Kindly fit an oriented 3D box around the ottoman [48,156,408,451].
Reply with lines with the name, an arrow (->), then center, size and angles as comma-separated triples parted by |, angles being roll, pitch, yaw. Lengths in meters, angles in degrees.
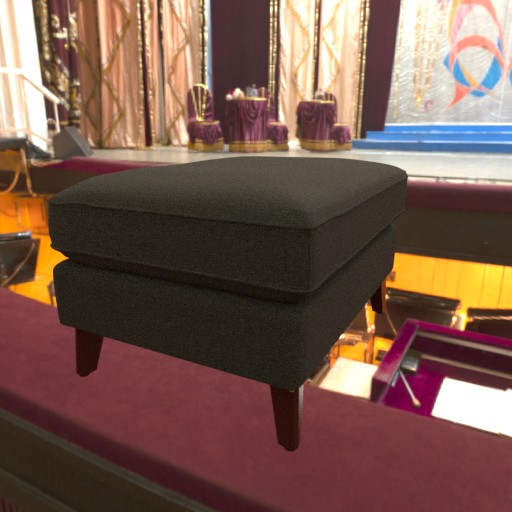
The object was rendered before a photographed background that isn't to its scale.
ottoman -> 0.000, 0.000, 1.202 | 0.629, 0.503, 0.835 | 8, 18, 27
